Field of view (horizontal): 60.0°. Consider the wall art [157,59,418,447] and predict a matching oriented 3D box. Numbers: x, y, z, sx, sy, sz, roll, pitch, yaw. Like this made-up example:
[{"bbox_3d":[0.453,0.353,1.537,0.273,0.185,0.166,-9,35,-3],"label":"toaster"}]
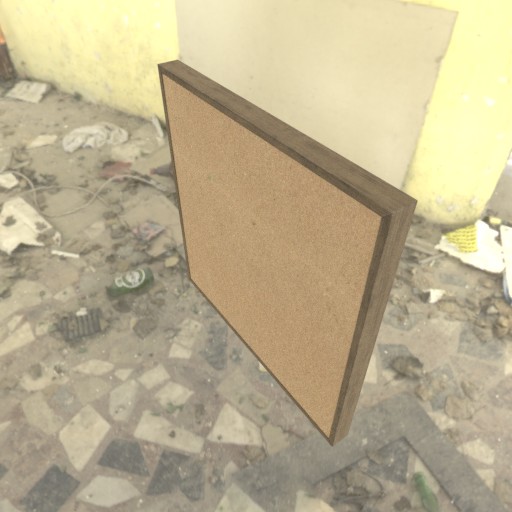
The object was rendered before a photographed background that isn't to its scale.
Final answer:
[{"bbox_3d":[0.000,0.000,0.764,0.038,0.508,0.508,-26,48,-26],"label":"wall art"}]
